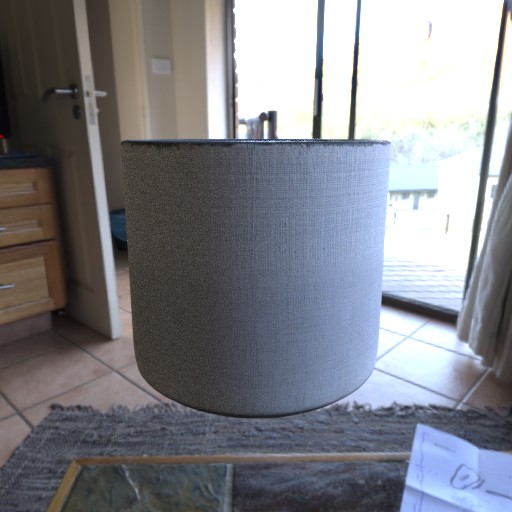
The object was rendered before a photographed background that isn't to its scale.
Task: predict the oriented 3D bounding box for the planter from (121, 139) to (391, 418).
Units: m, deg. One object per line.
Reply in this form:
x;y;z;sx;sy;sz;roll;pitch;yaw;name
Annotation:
0.000;0.000;0.395;0.221;0.201;0.221;0;15;0;planter
